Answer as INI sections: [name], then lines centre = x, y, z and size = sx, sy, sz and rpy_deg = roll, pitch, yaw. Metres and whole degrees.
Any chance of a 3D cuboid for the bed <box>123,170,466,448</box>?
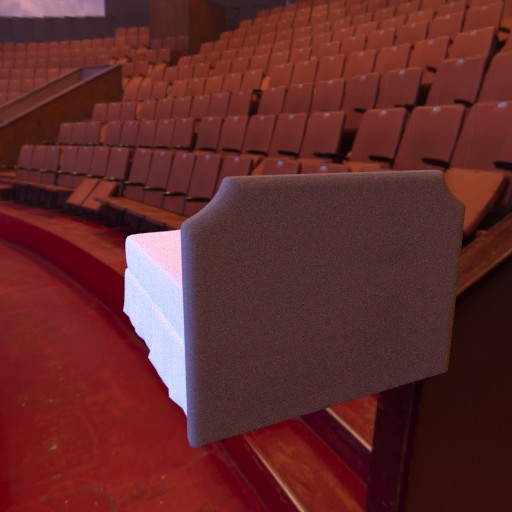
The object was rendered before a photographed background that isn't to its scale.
[bed]
centre = 0.000, 0.000, 3.208
size = 1.693, 1.290, 2.116
rpy_deg = -7, 15, -25
